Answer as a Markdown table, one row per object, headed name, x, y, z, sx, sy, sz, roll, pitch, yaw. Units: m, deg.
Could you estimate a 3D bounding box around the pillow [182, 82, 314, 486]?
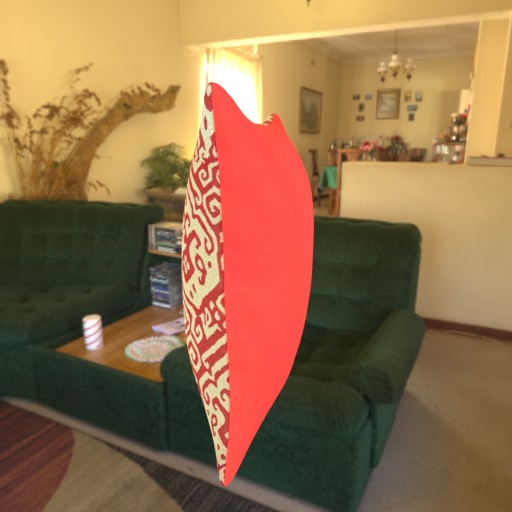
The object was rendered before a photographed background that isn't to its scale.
| name | x | y | z | sx | sy | sz | roll | pitch | yaw |
| --- | --- | --- | --- | --- | --- | --- | --- | --- | --- |
| pillow | 0.000 | 0.000 | 0.773 | 0.192 | 0.507 | 0.522 | 2 | 15 | 9 |
